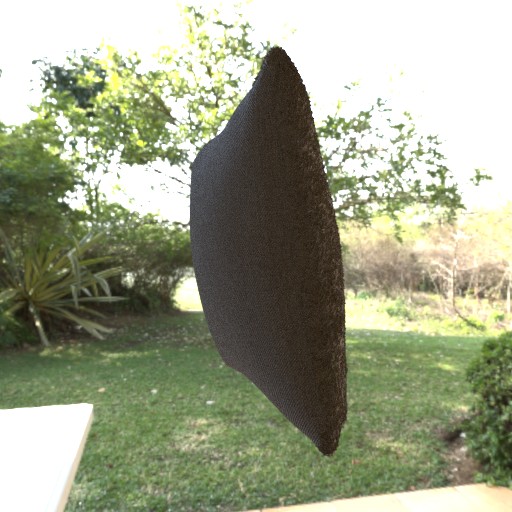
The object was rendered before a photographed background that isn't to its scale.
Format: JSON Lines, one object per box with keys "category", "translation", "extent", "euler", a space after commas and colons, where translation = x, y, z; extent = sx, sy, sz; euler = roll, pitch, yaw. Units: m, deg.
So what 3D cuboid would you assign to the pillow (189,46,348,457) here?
{"category": "pillow", "translation": [0.000, 0.000, 0.798], "extent": [0.218, 0.515, 0.529], "euler": [0, -1, -18]}
